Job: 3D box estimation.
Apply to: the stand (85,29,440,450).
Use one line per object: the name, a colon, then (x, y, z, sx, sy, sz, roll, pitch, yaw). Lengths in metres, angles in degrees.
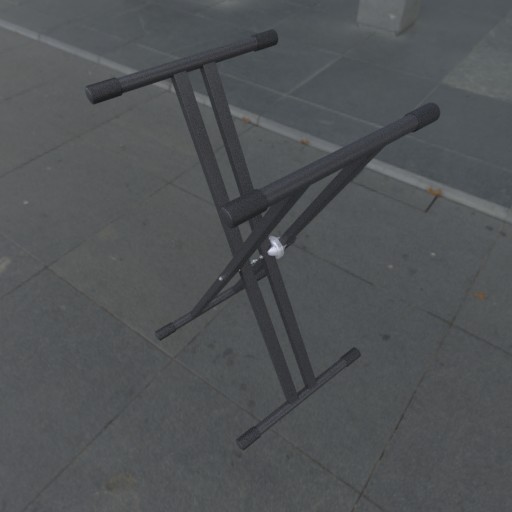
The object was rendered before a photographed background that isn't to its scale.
stand: (0.000, 0.000, 1.175, 0.495, 0.900, 0.503, -30, 54, -25)
